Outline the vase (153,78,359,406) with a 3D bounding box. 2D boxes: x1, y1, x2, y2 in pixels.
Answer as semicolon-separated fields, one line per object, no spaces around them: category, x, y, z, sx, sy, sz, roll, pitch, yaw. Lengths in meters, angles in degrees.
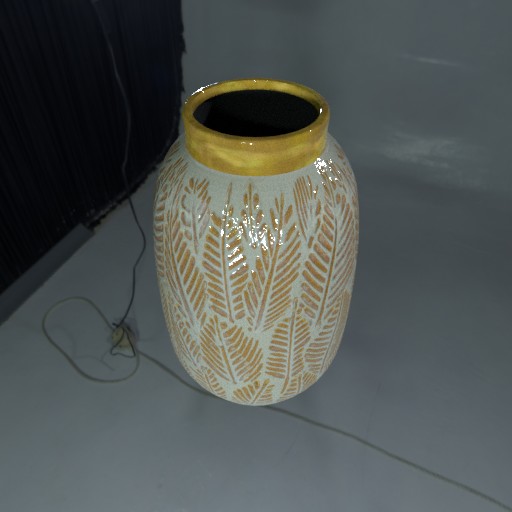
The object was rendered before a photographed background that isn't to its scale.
vase;0.000;0.000;0.382;0.172;0.270;0.172;0;43;0
